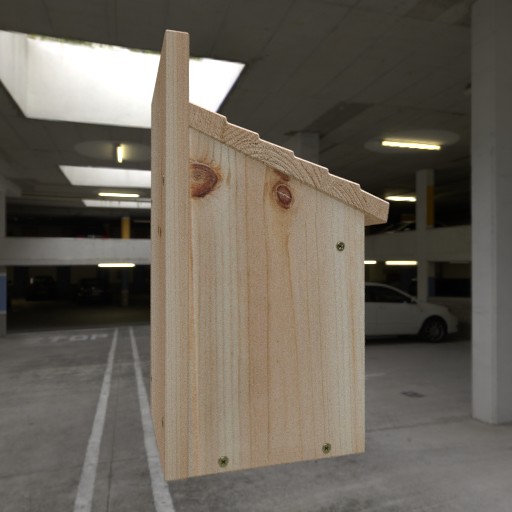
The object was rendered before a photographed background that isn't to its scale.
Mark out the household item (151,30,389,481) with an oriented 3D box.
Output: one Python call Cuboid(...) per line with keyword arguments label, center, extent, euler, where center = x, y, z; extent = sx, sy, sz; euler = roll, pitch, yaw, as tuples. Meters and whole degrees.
Cuboid(label="household item", center=(0.000, 0.000, 0.388), extent=(0.171, 0.300, 0.149), euler=(0, -1, -17))
